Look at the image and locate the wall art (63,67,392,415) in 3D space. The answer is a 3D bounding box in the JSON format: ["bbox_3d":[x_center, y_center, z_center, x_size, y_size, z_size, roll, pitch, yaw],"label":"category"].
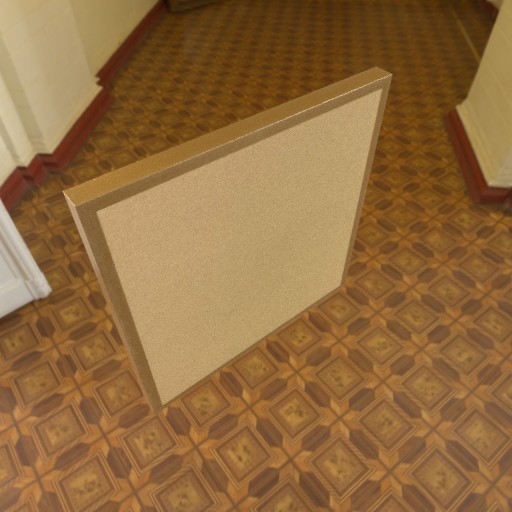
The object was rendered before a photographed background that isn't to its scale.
[{"bbox_3d":[0.000,0.000,0.767,0.510,0.509,0.033,-30,53,-25],"label":"wall art"}]
